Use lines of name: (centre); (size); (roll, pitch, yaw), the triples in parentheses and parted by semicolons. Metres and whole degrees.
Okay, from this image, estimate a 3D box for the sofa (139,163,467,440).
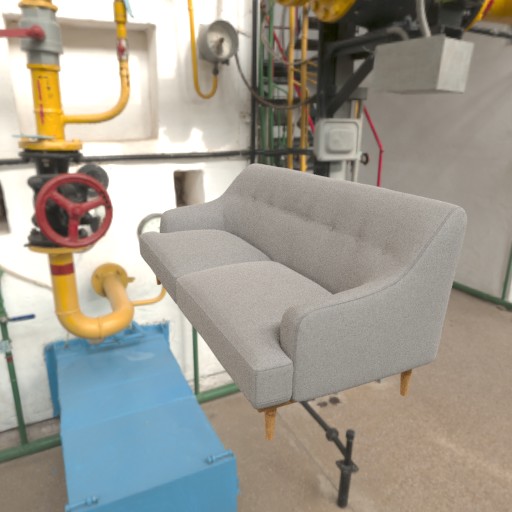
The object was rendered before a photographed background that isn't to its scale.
sofa: (0.000, 0.000, 2.553); (0.978, 0.871, 2.057); (-8, 19, -24)
